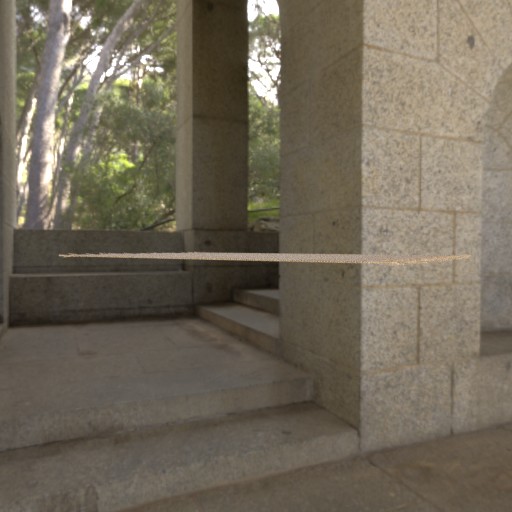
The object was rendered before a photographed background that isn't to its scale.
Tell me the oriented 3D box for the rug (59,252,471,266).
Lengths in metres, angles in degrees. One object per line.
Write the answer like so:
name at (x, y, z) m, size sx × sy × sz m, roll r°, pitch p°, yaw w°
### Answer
rug at (0.000, 0.000, 3.132) m, size 2.523 × 0.034 × 1.528 m, roll 1°, pitch 2°, yaw 37°
